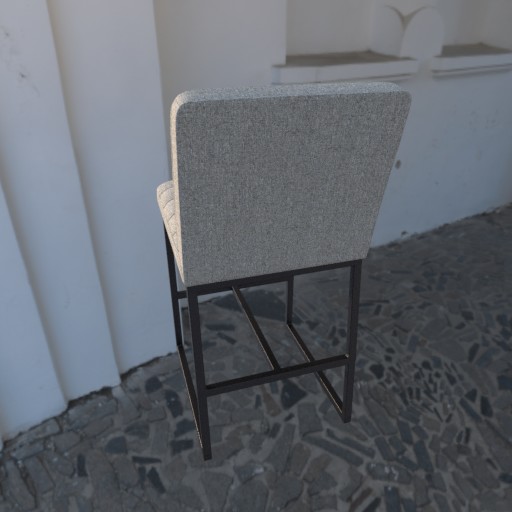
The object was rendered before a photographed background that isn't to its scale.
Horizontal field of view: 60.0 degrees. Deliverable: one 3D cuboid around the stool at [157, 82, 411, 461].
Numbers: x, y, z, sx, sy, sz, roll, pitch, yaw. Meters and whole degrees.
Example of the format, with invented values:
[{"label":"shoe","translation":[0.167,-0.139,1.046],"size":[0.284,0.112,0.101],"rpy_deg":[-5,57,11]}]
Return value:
[{"label":"stool","translation":[0.000,0.000,1.220],"size":[0.460,0.940,0.560],"rpy_deg":[-8,29,-15]}]
